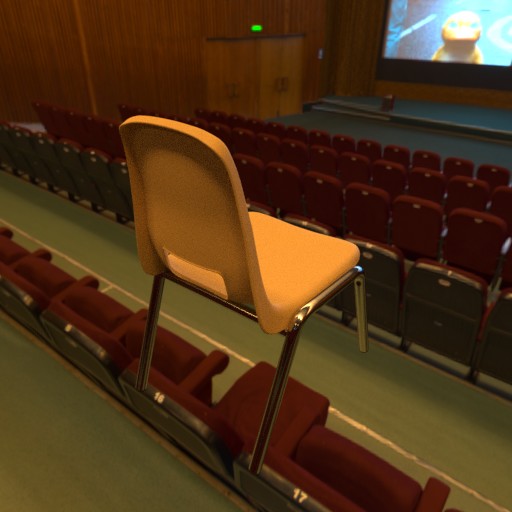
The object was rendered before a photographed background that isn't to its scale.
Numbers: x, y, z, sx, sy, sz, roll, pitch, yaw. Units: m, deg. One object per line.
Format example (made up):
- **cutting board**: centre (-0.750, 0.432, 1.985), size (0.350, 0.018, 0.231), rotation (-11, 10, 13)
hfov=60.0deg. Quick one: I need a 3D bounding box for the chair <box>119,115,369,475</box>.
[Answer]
- **chair**: centre (0.000, 0.000, 0.850), size (0.354, 0.586, 0.423), rotation (21, 37, 32)
